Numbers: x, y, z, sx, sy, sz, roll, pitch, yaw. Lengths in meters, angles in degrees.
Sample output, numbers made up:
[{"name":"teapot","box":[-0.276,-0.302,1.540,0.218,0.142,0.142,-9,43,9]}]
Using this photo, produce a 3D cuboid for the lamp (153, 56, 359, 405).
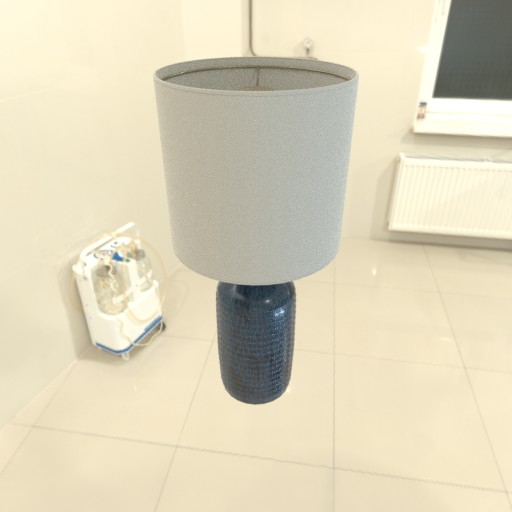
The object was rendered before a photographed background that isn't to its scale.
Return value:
[{"name":"lamp","box":[0.000,0.000,0.608,0.220,0.475,0.220,8,33,13]}]
